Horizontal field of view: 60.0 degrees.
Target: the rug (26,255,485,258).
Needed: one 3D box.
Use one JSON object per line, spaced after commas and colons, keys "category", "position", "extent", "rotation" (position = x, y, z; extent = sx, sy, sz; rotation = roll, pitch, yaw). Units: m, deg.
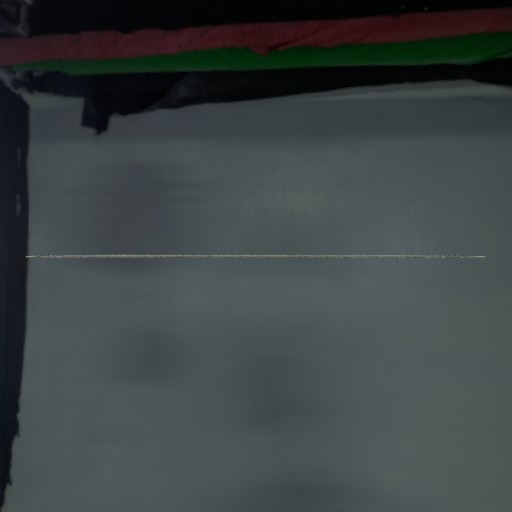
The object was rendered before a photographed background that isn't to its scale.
{"category": "rug", "position": [0.000, 0.000, 3.099], "extent": [2.440, 0.010, 1.528], "rotation": [0, 0, 2]}
